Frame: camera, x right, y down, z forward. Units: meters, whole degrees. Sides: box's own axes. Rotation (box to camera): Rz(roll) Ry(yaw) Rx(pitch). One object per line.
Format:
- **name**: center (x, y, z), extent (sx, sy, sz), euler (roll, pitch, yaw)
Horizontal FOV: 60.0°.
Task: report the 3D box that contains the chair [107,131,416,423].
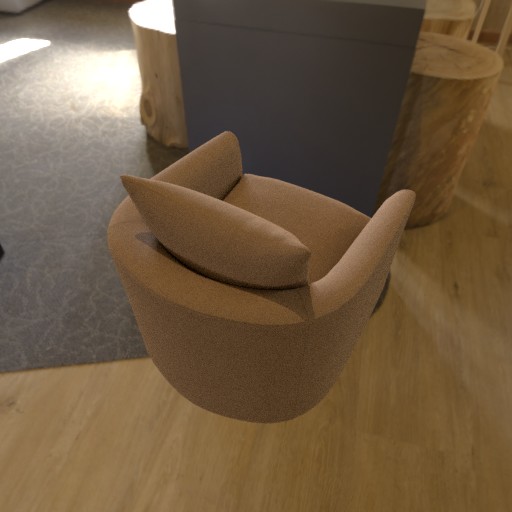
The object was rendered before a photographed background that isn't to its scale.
- **chair**: center (0.000, 0.000, 1.587), extent (0.845, 0.848, 0.910), euler (23, 51, 20)
